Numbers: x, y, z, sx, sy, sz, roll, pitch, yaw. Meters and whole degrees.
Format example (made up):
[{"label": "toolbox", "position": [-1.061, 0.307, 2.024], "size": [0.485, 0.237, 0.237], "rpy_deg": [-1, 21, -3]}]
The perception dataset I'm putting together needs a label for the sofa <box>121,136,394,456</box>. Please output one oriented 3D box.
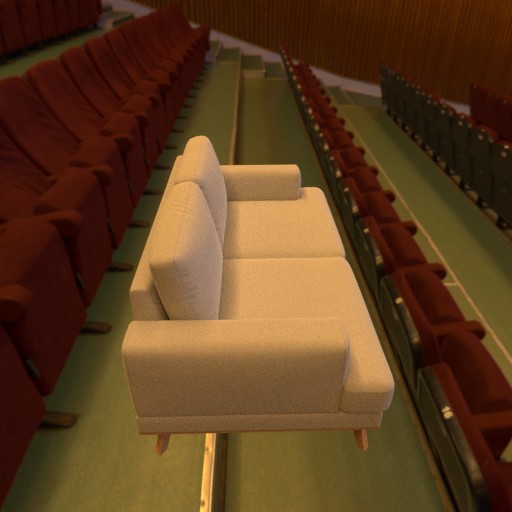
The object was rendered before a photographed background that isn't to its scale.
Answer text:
[{"label": "sofa", "position": [0.000, 0.000, 2.151], "size": [0.915, 0.810, 1.651], "rpy_deg": [-1, 32, -1]}]
